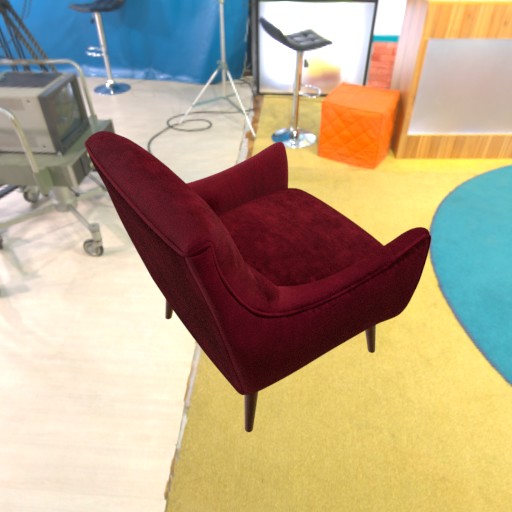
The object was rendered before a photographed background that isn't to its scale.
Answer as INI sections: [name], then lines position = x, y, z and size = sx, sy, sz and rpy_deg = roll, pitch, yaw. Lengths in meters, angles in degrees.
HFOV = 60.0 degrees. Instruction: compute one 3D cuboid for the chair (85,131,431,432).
[chair]
position = 0.000, 0.000, 1.461
size = 0.787, 0.838, 0.762
rpy_deg = -24, 45, -26
